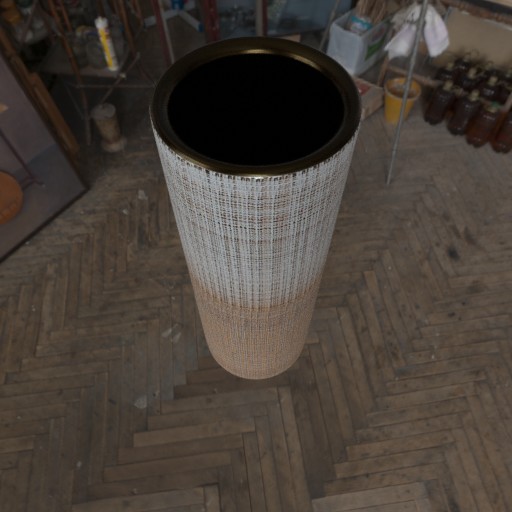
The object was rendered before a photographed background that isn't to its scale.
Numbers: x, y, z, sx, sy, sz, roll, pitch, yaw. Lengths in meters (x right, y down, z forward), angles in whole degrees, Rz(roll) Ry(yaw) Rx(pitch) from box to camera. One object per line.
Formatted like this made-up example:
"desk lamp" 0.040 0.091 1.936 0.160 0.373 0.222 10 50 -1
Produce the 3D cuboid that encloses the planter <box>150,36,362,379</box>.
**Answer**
"planter" 0.000 0.000 0.322 0.099 0.278 0.099 -1 58 -1
